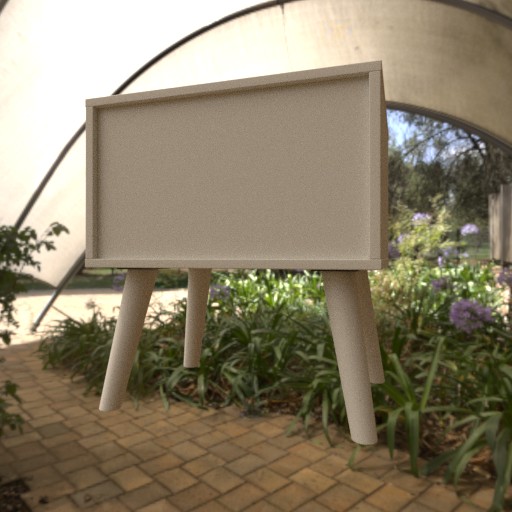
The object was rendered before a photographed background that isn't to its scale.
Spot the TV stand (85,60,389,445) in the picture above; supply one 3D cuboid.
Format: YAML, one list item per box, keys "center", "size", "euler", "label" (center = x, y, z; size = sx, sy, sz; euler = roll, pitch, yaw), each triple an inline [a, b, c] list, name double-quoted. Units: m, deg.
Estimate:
- center: [0.000, 0.000, 0.902]
  size: [0.508, 0.559, 0.405]
  euler: [0, 0, 18]
  label: "TV stand"
